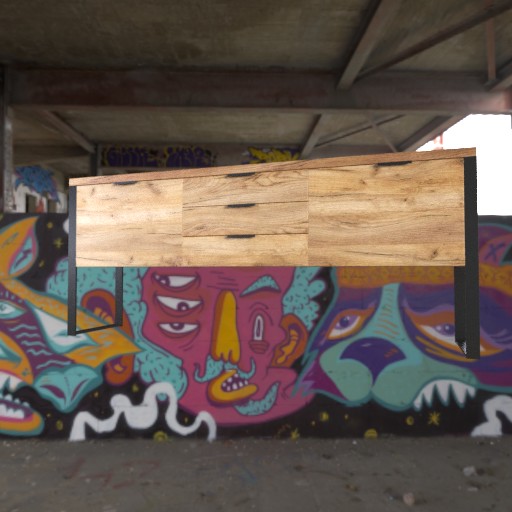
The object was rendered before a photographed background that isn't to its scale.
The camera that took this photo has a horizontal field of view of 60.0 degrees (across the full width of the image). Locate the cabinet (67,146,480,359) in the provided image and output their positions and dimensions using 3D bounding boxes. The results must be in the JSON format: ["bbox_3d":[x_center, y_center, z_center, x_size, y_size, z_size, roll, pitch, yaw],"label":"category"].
[{"bbox_3d":[0.000,0.000,2.043,1.800,0.762,0.395,-1,-2,18],"label":"cabinet"}]
